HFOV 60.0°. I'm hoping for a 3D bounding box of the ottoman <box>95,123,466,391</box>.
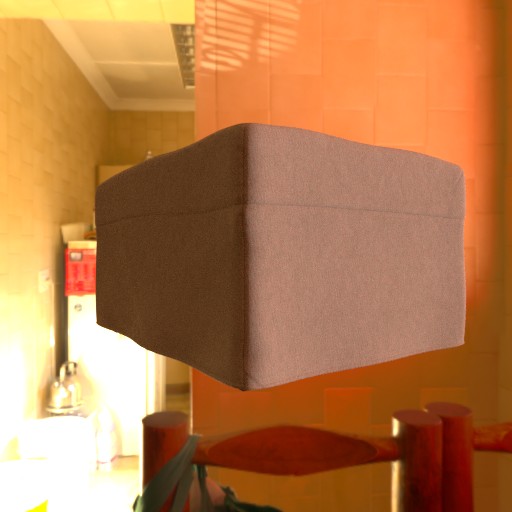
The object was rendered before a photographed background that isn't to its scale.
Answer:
[{"bbox_3d":[0.000,0.000,1.195,0.648,0.461,0.833,0,0,-35],"label":"ottoman"}]
